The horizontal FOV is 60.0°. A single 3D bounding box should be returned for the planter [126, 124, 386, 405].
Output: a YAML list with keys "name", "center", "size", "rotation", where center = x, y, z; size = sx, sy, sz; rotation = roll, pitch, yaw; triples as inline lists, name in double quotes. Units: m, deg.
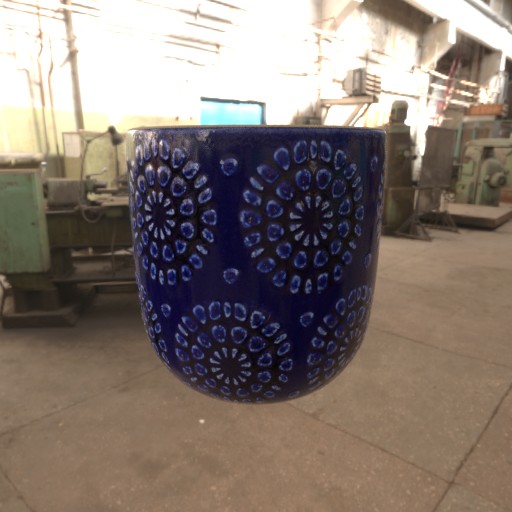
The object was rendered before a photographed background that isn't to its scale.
- name: "planter"
  center: [0.000, 0.000, 0.204]
  size: [0.109, 0.112, 0.109]
  rotation: [0, 14, 0]
